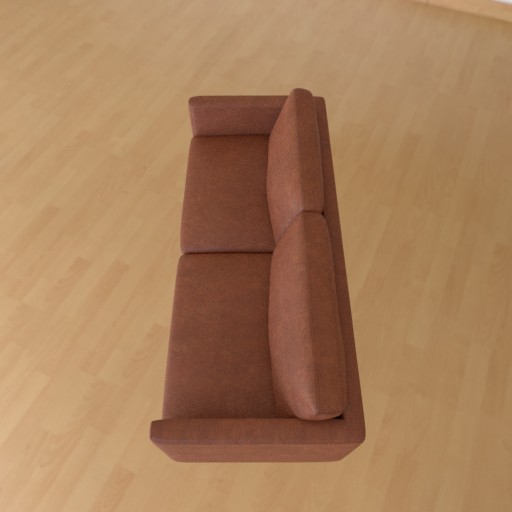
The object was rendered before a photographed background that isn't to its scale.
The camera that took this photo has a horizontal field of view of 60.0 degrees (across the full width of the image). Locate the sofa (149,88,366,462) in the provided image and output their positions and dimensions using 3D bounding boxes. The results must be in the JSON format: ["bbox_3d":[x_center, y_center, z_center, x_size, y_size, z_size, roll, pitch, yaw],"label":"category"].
[{"bbox_3d":[0.000,0.000,2.673,0.950,0.932,2.204,0,59,0],"label":"sofa"}]
